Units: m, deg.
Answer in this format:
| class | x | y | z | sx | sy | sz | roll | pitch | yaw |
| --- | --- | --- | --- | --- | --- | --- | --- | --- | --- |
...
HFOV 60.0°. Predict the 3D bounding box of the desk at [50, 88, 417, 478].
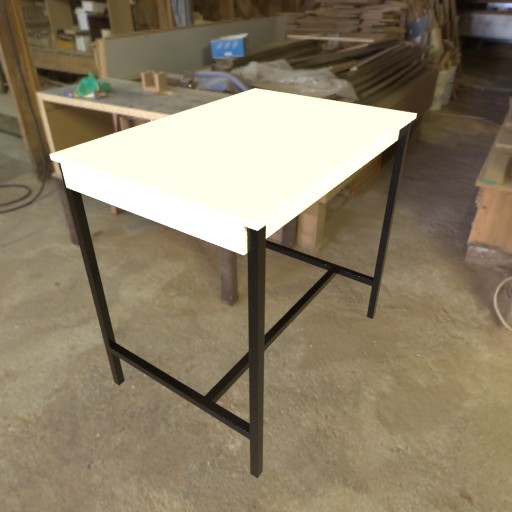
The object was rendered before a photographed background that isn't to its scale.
| class | x | y | z | sx | sy | sz | roll | pitch | yaw |
| --- | --- | --- | --- | --- | --- | --- | --- | --- | --- |
| desk | 0.000 | 0.000 | 1.352 | 0.573 | 0.766 | 0.811 | 21 | 38 | 29 |
